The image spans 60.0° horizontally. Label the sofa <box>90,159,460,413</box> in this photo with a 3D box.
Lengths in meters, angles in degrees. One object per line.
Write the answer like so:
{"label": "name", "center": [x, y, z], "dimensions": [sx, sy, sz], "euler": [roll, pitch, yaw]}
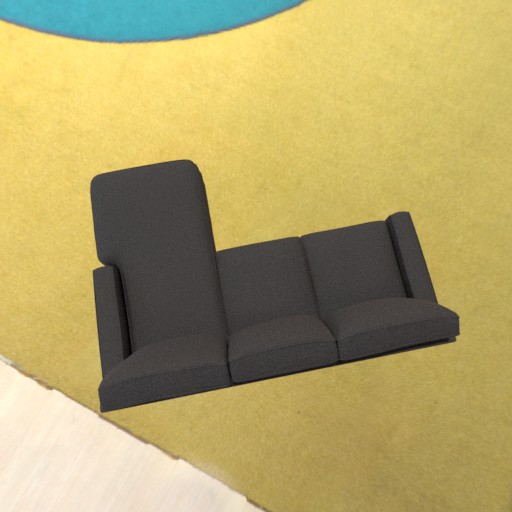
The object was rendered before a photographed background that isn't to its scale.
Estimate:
{"label": "sofa", "center": [0.000, 0.000, 3.326], "dimensions": [2.370, 0.973, 1.790], "euler": [-11, 75, -3]}
